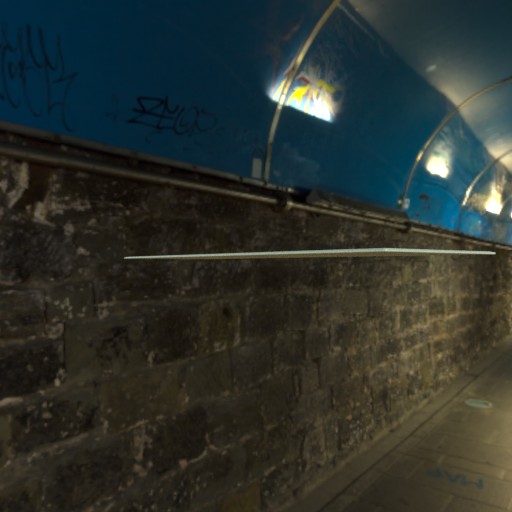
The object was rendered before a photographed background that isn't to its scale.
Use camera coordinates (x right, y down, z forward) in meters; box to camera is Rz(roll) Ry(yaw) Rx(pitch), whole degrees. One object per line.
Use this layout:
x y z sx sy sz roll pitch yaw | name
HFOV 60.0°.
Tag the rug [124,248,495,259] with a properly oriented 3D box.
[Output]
0.000 0.000 2.381 0.662 0.011 2.196 1 -1 -36 | rug
